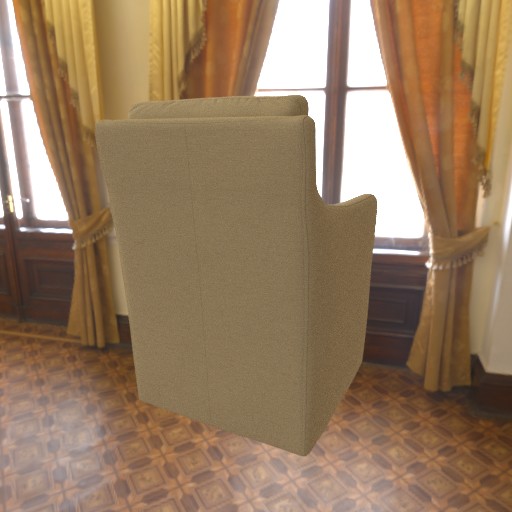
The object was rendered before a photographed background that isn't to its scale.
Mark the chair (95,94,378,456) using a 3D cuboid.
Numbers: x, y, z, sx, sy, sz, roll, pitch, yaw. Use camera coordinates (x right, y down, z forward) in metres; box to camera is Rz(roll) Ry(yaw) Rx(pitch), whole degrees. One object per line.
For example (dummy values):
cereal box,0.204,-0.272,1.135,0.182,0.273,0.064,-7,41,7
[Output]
chair,0.000,0.000,1.394,0.626,0.914,0.694,8,17,26
